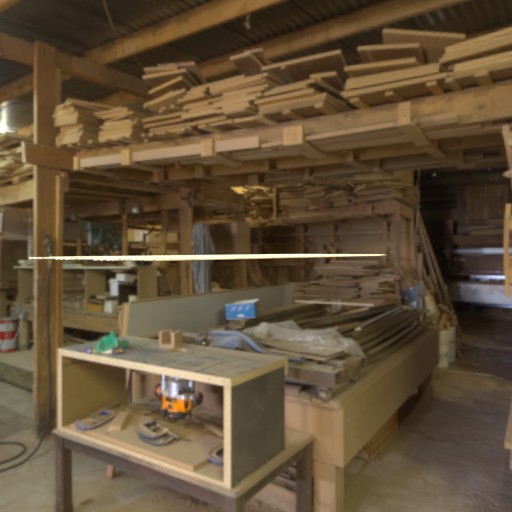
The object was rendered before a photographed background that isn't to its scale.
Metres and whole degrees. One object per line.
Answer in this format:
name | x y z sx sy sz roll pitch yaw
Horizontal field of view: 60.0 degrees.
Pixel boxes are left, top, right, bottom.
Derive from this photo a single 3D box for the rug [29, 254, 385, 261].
rug | 0.000 0.000 2.759 0.774 0.011 2.449 0 1 36
